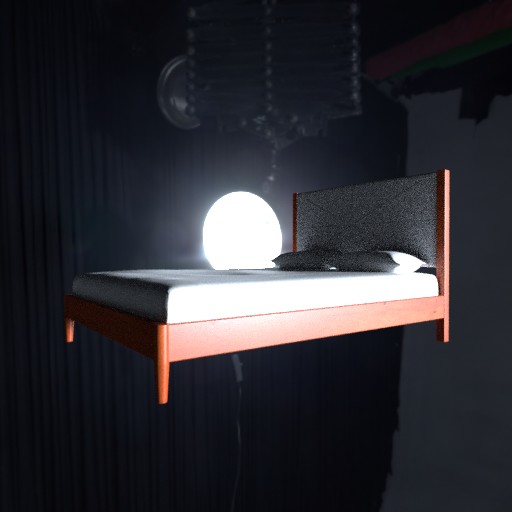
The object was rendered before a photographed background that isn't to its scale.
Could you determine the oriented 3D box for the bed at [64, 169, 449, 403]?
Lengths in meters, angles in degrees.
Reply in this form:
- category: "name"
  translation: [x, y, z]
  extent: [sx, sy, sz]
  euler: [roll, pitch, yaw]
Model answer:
- category: "bed"
  translation: [0.000, 0.000, 3.013]
  extent: [2.117, 1.165, 1.566]
  euler: [0, 1, -36]
